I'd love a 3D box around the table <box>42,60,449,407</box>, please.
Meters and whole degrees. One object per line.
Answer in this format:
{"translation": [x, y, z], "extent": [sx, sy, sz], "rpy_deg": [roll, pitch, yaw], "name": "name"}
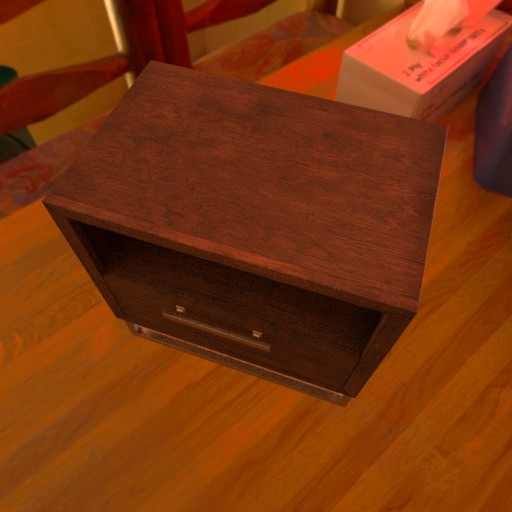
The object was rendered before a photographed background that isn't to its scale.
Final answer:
{"translation": [0.000, 0.000, 1.280], "extent": [0.767, 0.746, 0.542], "rpy_deg": [16, 59, 10], "name": "table"}
